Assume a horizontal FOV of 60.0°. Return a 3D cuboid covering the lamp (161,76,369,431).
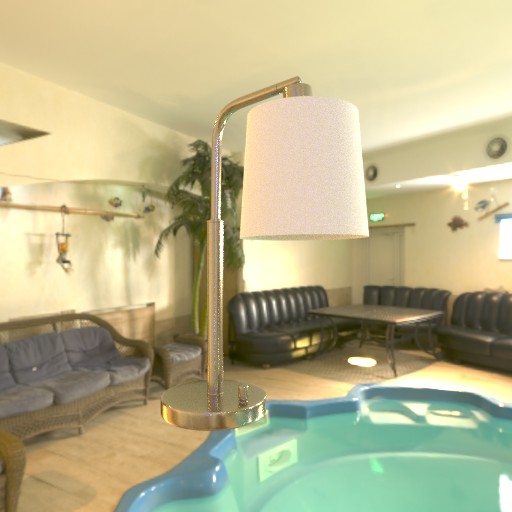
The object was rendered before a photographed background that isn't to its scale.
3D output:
[{"bbox_3d":[0.000,0.000,0.647,0.333,0.489,0.171,0,0,38],"label":"lamp"}]
